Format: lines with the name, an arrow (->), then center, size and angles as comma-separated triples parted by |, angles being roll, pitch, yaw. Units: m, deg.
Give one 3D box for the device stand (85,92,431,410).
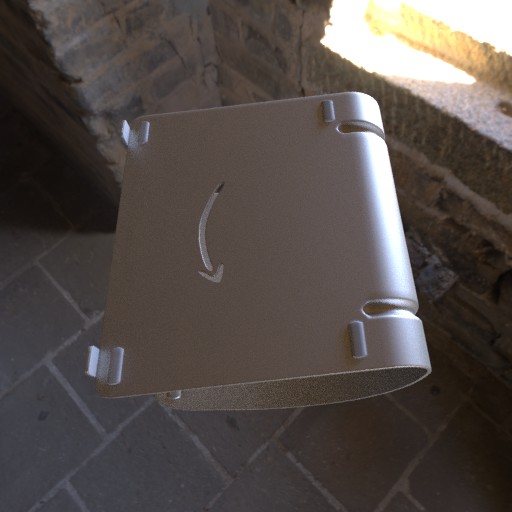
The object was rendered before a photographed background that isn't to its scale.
device stand -> 0.000, 0.000, 0.399 | 0.236, 0.155, 0.256 | -1, 63, -1
